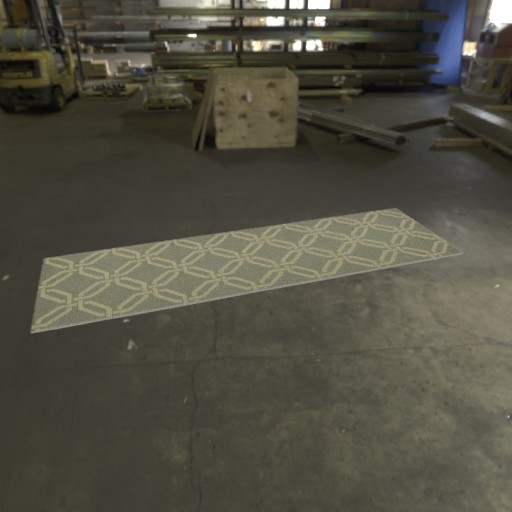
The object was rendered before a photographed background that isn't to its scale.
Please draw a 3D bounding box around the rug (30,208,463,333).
[{"bbox_3d":[0.000,0.000,2.501,2.276,0.014,0.678,-9,31,-16],"label":"rug"}]
